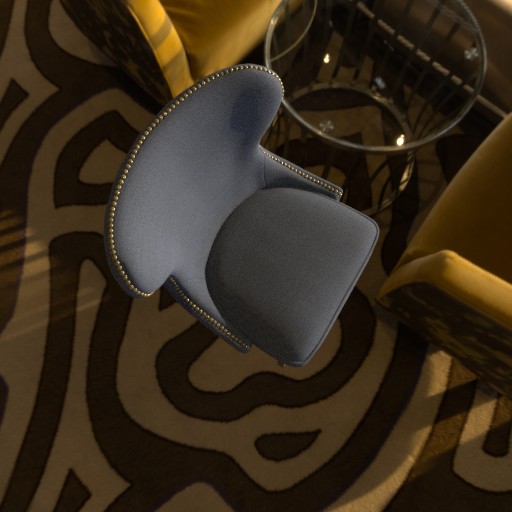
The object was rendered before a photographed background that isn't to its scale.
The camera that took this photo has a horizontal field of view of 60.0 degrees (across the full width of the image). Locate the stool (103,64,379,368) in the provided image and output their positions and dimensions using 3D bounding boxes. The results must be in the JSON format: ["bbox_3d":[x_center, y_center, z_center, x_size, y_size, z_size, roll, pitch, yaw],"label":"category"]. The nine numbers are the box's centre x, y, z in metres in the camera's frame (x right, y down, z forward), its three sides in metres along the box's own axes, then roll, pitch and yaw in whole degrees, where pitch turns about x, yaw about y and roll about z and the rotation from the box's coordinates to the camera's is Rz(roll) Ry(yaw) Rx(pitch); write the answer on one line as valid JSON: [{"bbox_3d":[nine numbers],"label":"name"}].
[{"bbox_3d":[0.000,0.000,1.384,0.597,0.972,0.615,30,77,8],"label":"stool"}]
